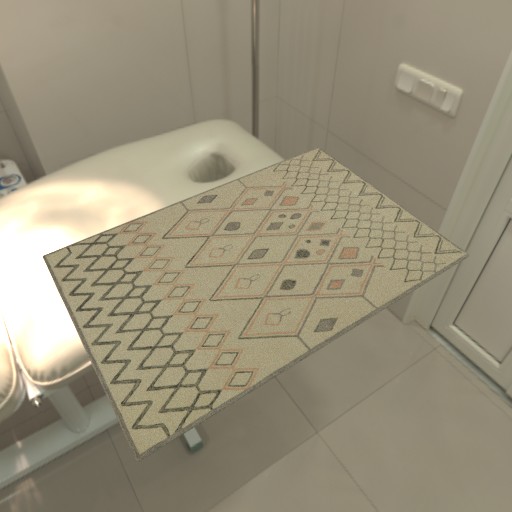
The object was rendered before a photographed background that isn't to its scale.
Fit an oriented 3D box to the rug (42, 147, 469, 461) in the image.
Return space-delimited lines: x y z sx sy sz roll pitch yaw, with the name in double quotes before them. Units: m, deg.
"rug" 0.000 0.000 2.277 1.829 0.016 1.219 -26 51 -23
